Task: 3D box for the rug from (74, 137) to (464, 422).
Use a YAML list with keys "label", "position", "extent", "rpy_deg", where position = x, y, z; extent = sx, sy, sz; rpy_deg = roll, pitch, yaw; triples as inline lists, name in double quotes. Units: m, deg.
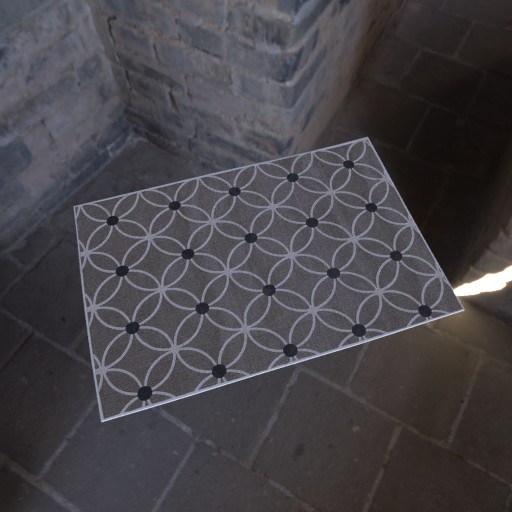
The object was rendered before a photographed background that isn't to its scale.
- label: "rug"
  position: [0.000, 0.000, 2.969]
  extent: [2.284, 0.008, 1.522]
  rpy_deg: [-15, 63, -8]
